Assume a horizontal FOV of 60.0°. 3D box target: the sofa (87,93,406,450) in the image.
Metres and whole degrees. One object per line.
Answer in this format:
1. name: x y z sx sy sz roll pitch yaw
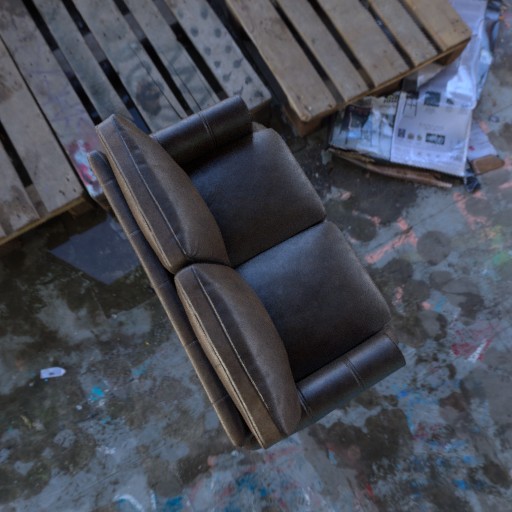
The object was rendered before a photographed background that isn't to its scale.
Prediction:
1. sofa: 0.000 0.000 2.229 0.990 0.976 1.616 -29 78 -7
